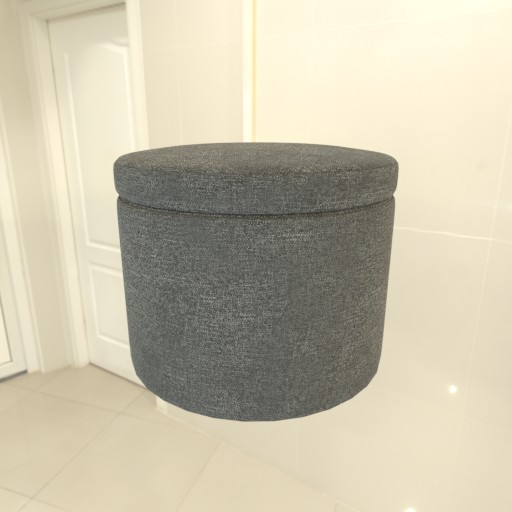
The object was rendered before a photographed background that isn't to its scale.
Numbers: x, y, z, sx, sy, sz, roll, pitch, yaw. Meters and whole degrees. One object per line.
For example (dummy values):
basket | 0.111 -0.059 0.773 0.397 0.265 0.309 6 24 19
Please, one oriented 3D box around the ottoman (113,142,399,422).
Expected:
ottoman | 0.000 0.000 0.863 0.500 0.419 0.500 0 17 0
